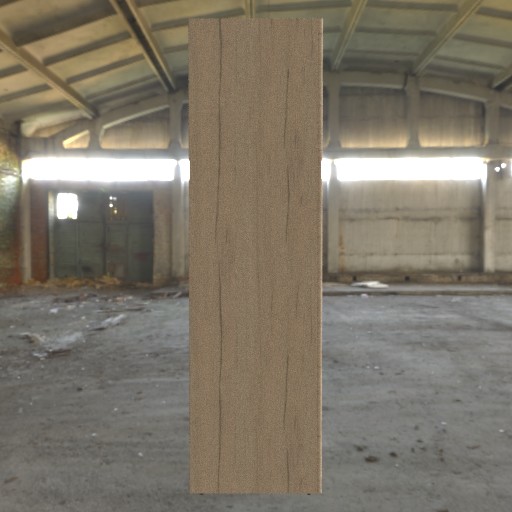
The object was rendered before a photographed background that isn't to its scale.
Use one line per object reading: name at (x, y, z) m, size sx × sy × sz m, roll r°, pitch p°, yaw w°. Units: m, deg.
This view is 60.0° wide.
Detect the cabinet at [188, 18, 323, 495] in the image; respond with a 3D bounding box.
cabinet at (0.000, 0.000, 2.623) m, size 0.580 × 2.070 × 1.400 m, roll 0°, pitch 1°, yaw 0°
